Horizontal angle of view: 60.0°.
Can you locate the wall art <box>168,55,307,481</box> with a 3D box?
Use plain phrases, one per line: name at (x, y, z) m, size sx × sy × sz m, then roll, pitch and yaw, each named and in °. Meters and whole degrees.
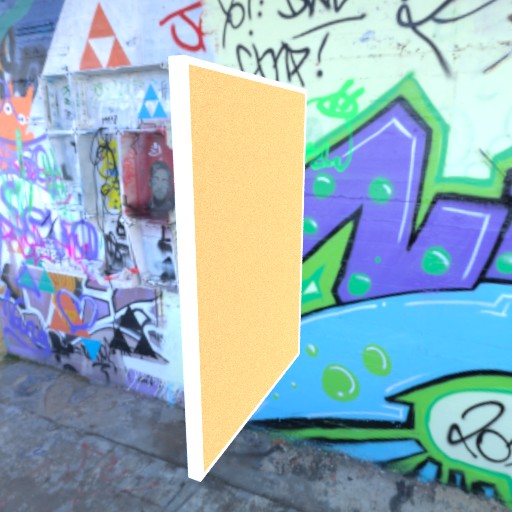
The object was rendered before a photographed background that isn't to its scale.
wall art at (0.000, 0.000, 1.621) m, size 0.046 × 1.221 × 0.914 m, roll 7°, pitch 17°, yaw 24°
